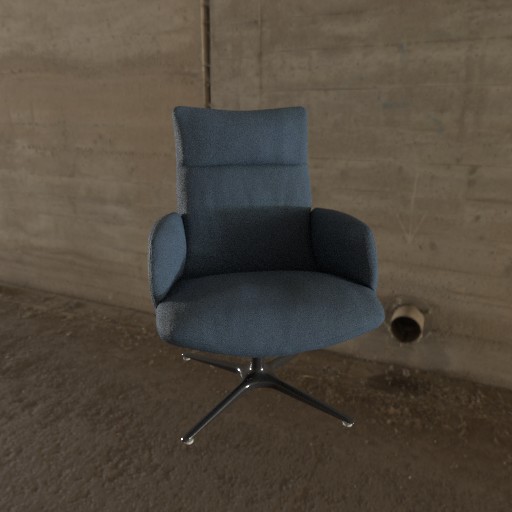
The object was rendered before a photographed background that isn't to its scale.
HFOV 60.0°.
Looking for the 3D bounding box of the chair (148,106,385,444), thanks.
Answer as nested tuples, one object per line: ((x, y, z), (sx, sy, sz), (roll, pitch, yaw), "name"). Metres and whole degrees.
((0.000, 0.000, 1.566), (0.711, 1.016, 0.889), (-3, 18, -9), "chair")
